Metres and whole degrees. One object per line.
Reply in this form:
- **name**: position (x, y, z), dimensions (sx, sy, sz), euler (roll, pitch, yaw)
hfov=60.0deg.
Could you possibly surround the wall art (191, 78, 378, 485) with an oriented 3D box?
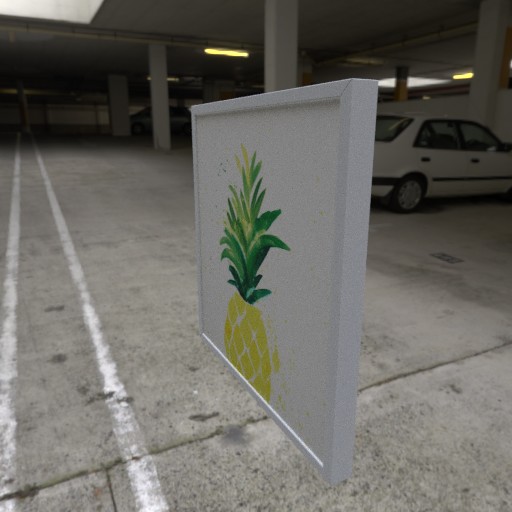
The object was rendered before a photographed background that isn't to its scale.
- **wall art**: position (0.000, 0.000, 0.750), dimensions (0.035, 0.507, 0.508), euler (-8, 17, -26)
